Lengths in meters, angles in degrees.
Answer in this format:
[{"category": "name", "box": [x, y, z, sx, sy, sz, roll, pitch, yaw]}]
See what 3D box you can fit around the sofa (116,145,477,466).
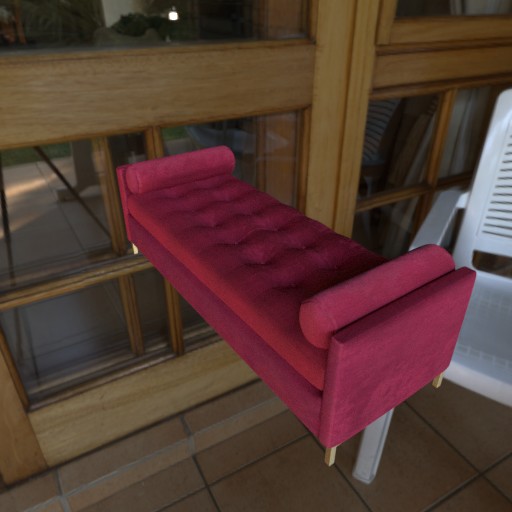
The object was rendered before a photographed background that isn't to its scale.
[{"category": "sofa", "box": [0.000, 0.000, 2.495, 0.796, 0.705, 2.102, -20, 36, -30]}]
